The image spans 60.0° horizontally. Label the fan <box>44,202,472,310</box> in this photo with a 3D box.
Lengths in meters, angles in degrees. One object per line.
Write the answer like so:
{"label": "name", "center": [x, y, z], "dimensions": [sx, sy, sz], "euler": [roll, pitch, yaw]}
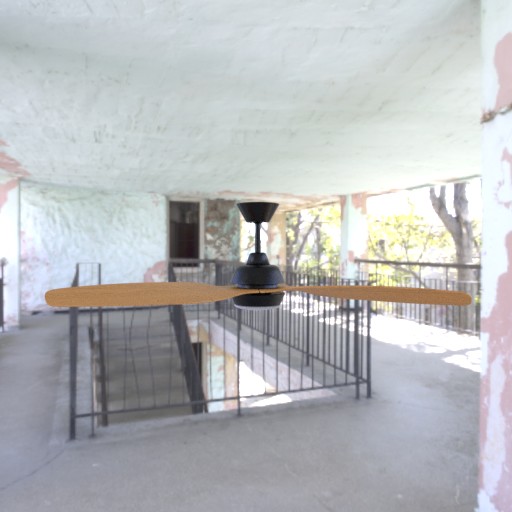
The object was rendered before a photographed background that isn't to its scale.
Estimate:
{"label": "fan", "center": [0.000, 0.000, 1.650], "dimensions": [1.142, 0.355, 1.010], "euler": [0, 1, 0]}
